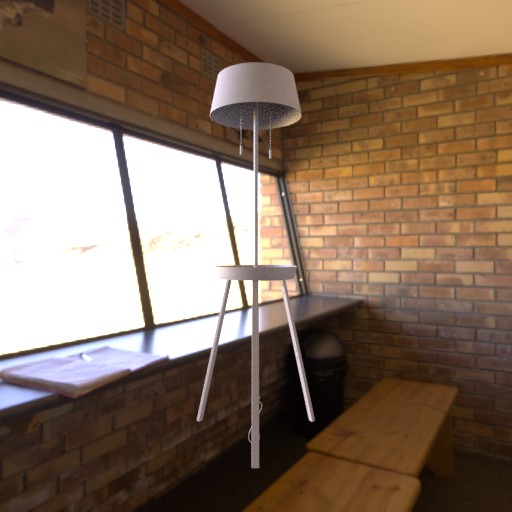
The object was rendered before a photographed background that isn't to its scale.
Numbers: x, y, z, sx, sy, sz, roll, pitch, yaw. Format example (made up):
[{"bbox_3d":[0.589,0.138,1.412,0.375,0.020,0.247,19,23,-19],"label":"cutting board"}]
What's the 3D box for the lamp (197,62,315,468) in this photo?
[{"bbox_3d":[0.000,0.000,1.716,0.508,1.429,0.468,0,1,0],"label":"lamp"}]
